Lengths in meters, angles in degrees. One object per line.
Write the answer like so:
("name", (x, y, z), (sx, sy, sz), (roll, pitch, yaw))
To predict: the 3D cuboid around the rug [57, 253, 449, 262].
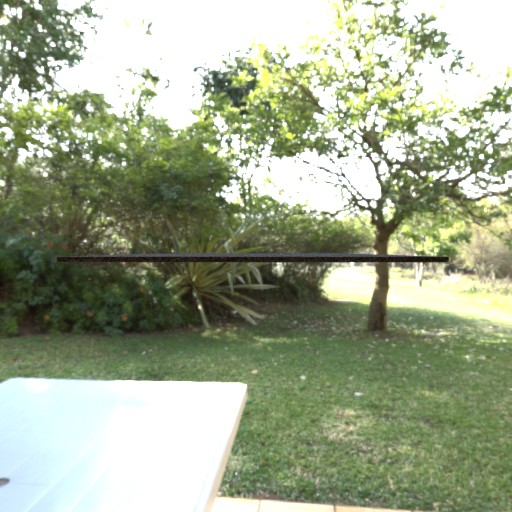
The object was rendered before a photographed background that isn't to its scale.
("rug", (0.000, 0.000, 3.370), (1.802, 0.026, 2.699), (0, 1, 1))
